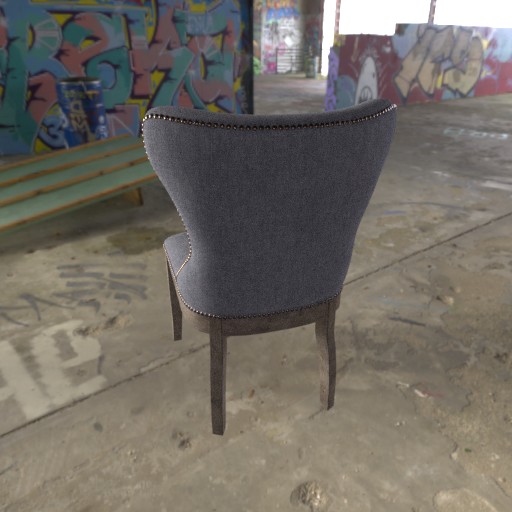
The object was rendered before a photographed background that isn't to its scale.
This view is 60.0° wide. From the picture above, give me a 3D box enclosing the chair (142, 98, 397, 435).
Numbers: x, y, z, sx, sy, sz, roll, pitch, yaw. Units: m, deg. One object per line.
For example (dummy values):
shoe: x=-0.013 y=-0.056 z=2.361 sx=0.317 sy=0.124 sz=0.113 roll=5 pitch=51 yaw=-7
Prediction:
chair: x=0.000 y=0.000 z=1.449 sx=0.654 sy=1.002 sz=0.681 roll=-7 pitch=27 yaw=-15
